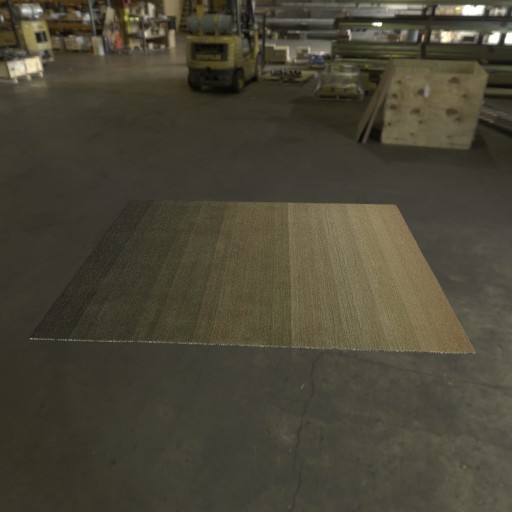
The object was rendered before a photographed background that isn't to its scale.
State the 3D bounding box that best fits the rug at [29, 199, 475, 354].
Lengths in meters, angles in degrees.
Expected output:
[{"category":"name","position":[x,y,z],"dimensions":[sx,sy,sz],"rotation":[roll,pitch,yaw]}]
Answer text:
[{"category":"rug","position":[0.000,0.000,3.882],"dimensions":[2.932,0.015,2.315],"rotation":[1,31,2]}]
